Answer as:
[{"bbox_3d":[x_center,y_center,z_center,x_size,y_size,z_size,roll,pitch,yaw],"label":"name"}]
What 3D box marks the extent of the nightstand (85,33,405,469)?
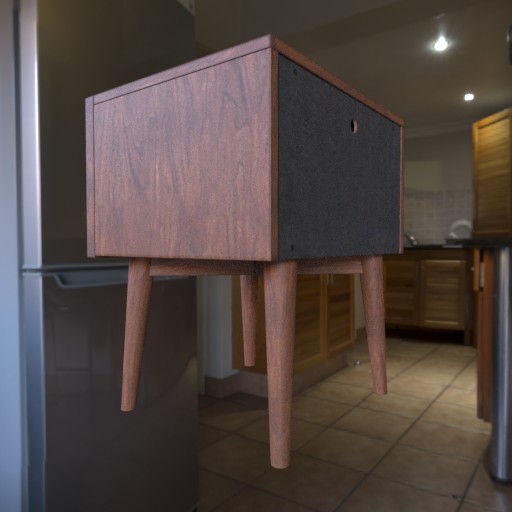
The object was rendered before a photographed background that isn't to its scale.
[{"bbox_3d":[0.000,0.000,0.932,0.445,0.607,0.521,1,2,37],"label":"nightstand"}]
